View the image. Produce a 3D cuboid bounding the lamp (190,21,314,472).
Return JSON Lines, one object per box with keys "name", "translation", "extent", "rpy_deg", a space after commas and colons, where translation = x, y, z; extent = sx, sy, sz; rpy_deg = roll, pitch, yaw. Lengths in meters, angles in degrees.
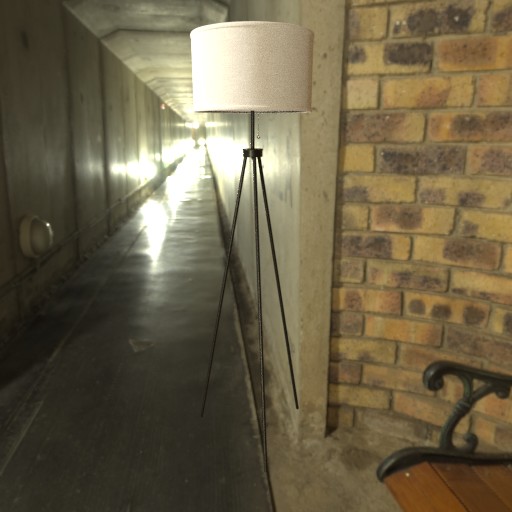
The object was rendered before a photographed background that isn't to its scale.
{"name": "lamp", "translation": [0.000, 0.000, 1.713], "extent": [0.458, 1.545, 0.448], "rpy_deg": [-15, 23, -42]}
